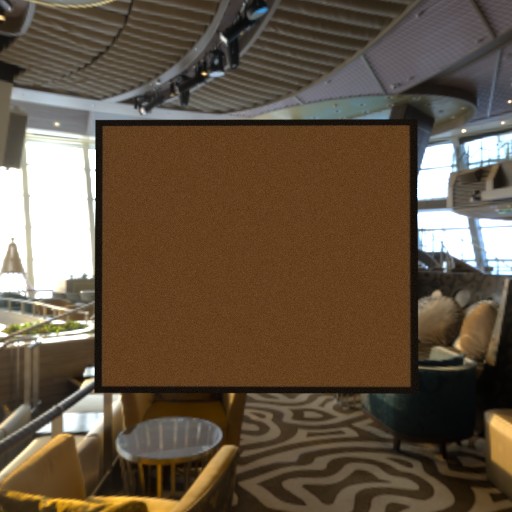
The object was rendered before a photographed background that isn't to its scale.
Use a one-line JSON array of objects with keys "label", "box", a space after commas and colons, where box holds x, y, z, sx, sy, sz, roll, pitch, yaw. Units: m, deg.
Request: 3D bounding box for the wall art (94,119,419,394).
[{"label": "wall art", "box": [0.000, 0.000, 1.427, 1.033, 0.875, 0.023, 0, -1, 0]}]
